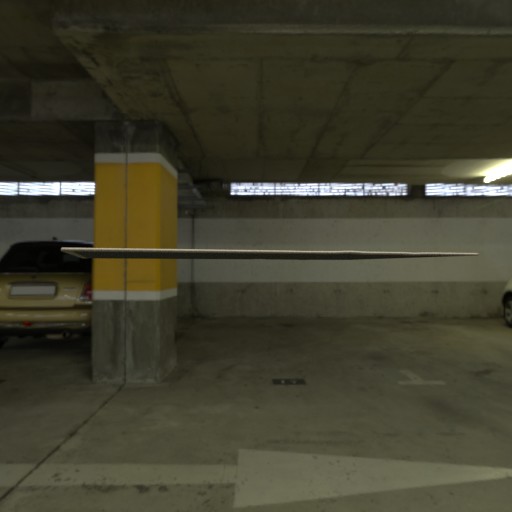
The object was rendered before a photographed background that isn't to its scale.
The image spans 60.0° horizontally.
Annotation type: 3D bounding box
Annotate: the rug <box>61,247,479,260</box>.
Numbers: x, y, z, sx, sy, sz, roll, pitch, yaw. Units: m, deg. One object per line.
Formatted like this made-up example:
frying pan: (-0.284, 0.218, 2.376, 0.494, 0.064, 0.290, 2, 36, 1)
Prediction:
rug: (0.000, 0.000, 2.997, 2.290, 0.021, 1.540, 1, -2, -18)
